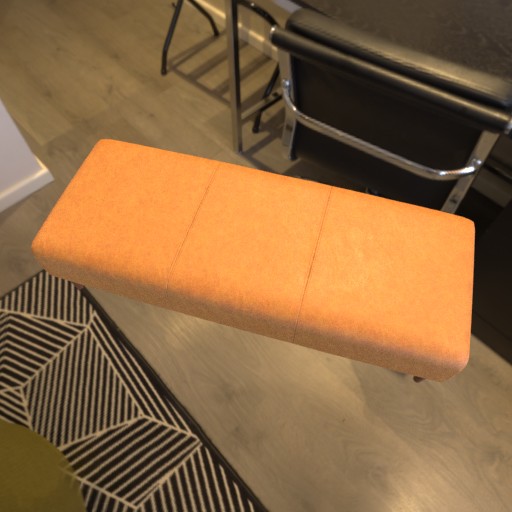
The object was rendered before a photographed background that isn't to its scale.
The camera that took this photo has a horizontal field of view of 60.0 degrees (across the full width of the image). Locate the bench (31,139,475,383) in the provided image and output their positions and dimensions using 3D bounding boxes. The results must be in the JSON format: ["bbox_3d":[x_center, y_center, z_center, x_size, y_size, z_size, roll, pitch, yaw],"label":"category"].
[{"bbox_3d":[0.000,0.000,1.824,1.610,0.399,0.653,14,60,8],"label":"bench"}]
